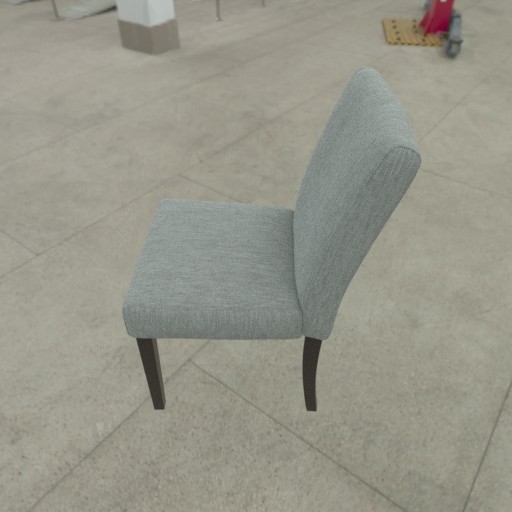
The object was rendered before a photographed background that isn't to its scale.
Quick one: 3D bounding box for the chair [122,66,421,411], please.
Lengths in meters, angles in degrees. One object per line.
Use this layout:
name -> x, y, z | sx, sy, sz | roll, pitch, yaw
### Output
chair -> 0.000, 0.000, 1.220 | 0.629, 0.884, 0.487 | 1, 41, 1
